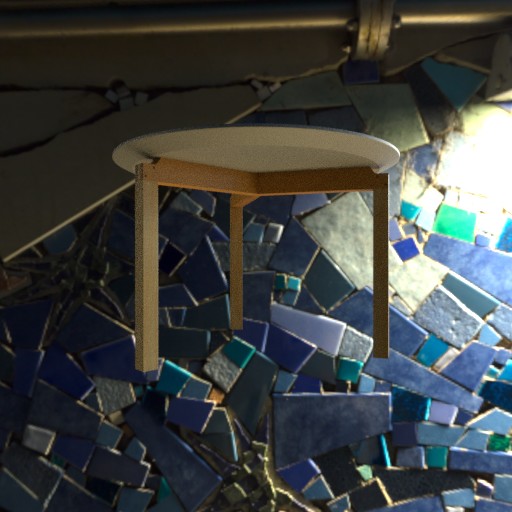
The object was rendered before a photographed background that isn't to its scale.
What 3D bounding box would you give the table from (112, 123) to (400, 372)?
[{"bbox_3d":[0.000,0.000,0.973,0.600,0.405,0.600,0,0,0],"label":"table"}]
